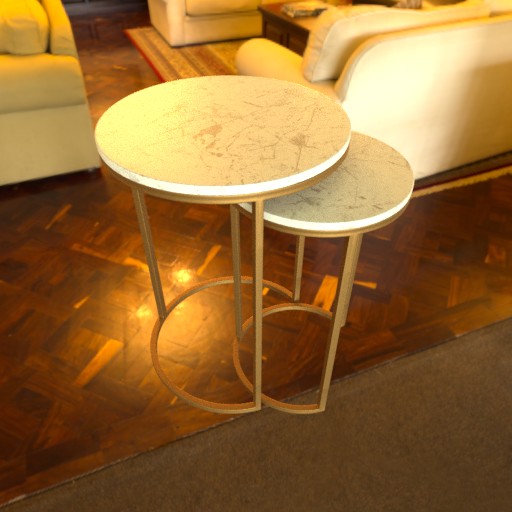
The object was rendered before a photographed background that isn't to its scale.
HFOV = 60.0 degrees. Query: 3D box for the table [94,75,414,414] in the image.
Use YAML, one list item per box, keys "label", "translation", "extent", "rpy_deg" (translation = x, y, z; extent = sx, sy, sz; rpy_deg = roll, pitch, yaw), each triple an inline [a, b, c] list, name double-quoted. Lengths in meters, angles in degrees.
- label: "table"
  translation: [0.000, 0.000, 0.875]
  extent: [0.507, 0.550, 0.400]
  rpy_deg: [12, 43, 14]
